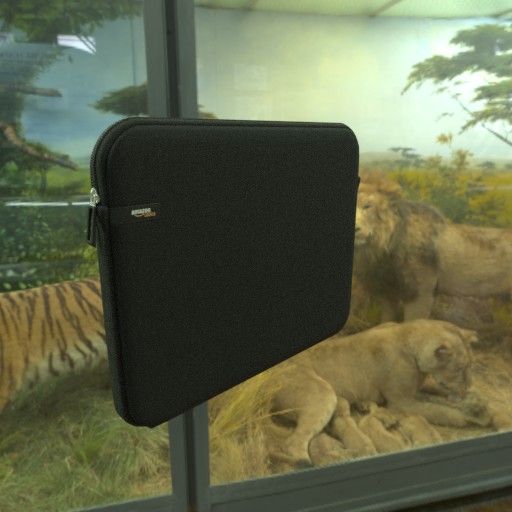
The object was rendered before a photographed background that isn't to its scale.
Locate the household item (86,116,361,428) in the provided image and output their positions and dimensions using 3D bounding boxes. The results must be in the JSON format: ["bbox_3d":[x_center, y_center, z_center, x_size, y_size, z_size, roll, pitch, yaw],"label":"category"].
[{"bbox_3d":[0.000,0.000,0.520,0.396,0.305,0.030,-15,21,-43],"label":"household item"}]
